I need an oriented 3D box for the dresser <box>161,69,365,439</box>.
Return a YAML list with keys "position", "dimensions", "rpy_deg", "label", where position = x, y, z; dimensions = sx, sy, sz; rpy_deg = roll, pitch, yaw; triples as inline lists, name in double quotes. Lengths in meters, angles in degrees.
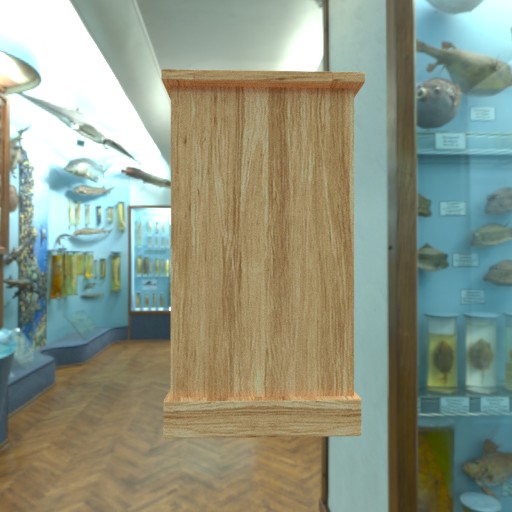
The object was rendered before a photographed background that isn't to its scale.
- position: [0.000, 0.000, 1.379]
  dimensions: [0.410, 0.740, 0.990]
  rpy_deg: [0, -1, -2]
  label: "dresser"
